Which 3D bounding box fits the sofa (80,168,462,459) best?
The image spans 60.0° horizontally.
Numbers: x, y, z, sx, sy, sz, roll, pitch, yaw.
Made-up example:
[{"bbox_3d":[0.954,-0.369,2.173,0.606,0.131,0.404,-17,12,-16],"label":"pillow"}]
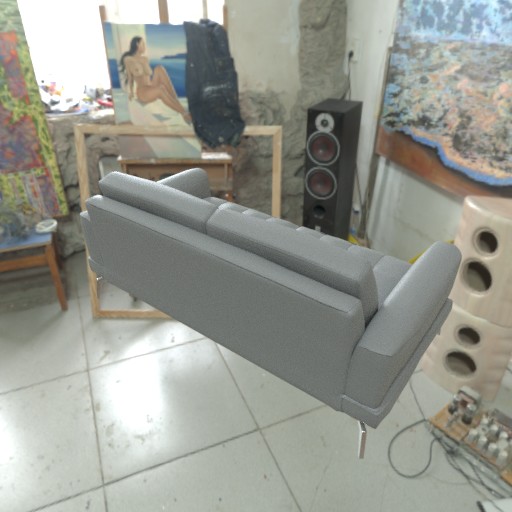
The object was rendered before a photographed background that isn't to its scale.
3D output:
[{"bbox_3d":[0.000,0.000,2.744,2.177,0.930,1.121,22,38,31],"label":"sofa"}]
